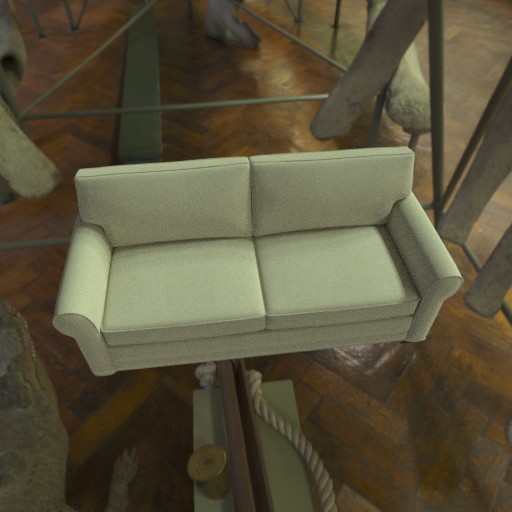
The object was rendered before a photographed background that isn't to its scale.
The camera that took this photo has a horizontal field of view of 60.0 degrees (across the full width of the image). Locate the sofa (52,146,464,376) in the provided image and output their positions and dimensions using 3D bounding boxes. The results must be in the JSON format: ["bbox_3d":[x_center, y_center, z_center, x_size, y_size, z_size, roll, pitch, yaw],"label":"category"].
[{"bbox_3d":[0.000,0.000,2.653,2.146,0.962,0.901,-5,46,-5],"label":"sofa"}]
